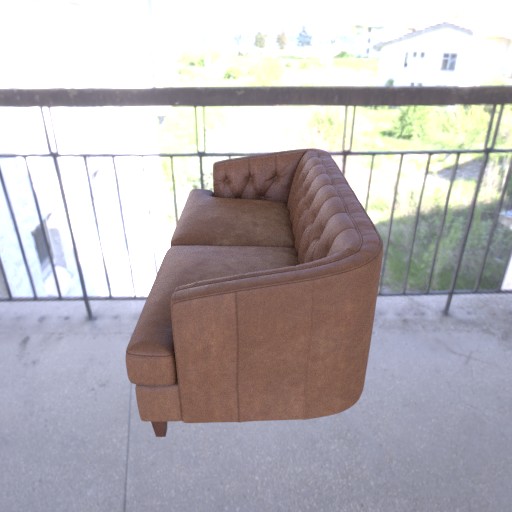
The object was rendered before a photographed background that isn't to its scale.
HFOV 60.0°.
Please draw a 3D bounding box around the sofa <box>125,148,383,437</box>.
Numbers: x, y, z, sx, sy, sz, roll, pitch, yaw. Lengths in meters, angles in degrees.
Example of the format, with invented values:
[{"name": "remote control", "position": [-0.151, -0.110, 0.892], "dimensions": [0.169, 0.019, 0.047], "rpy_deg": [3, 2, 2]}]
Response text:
[{"name": "sofa", "position": [0.000, 0.000, 2.306], "dimensions": [0.914, 0.786, 1.755], "rpy_deg": [0, 27, 0]}]
